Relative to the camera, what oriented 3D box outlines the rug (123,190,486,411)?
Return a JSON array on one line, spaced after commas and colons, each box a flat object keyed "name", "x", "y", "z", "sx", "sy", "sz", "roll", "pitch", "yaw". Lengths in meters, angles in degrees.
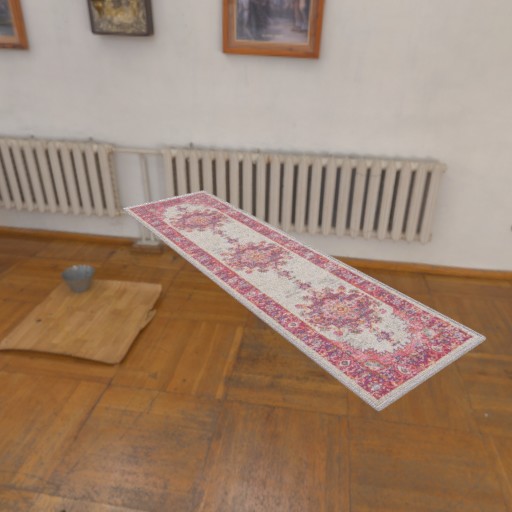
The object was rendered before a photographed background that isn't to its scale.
[{"name": "rug", "x": 0.000, "y": 0.000, "z": 2.458, "sx": 0.666, "sy": 0.011, "sz": 2.294, "roll": -18, "pitch": 32, "yaw": -31}]
